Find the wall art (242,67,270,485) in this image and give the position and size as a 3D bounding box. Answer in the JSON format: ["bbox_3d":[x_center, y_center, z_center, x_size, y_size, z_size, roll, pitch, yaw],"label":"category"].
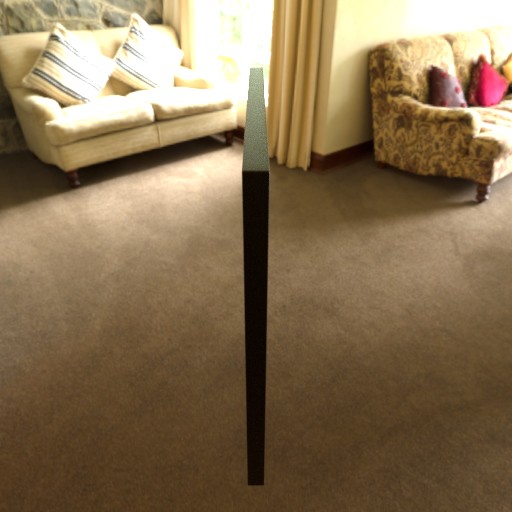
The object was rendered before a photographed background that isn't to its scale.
[{"bbox_3d":[0.000,0.000,1.121,0.038,0.761,0.755,0,33,0],"label":"wall art"}]
